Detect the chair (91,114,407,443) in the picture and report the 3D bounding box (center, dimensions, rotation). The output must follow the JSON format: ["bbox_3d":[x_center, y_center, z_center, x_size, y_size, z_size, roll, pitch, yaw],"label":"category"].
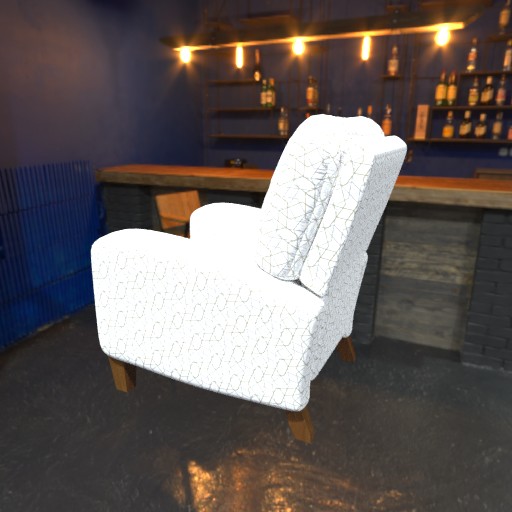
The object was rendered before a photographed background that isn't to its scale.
[{"bbox_3d":[0.000,0.000,1.768,0.995,1.064,0.796,8,18,25],"label":"chair"}]
